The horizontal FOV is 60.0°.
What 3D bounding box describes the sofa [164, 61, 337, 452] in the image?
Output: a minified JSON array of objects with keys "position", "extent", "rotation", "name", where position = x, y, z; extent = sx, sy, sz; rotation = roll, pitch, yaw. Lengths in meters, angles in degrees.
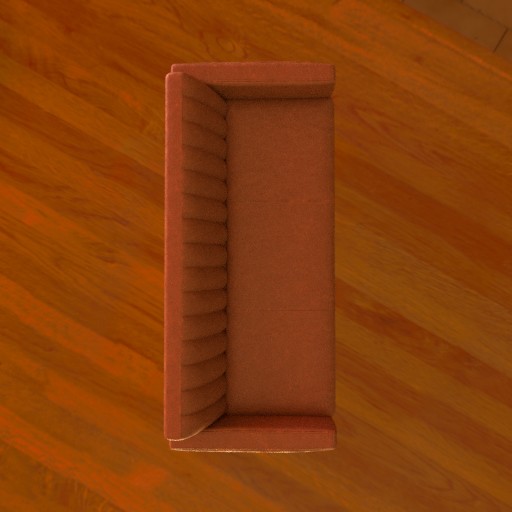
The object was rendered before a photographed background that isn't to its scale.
[{"position":[0.000,0.000,2.782],"extent":[0.990,0.821,2.291],"rotation":[0,89,0],"name":"sofa"}]
